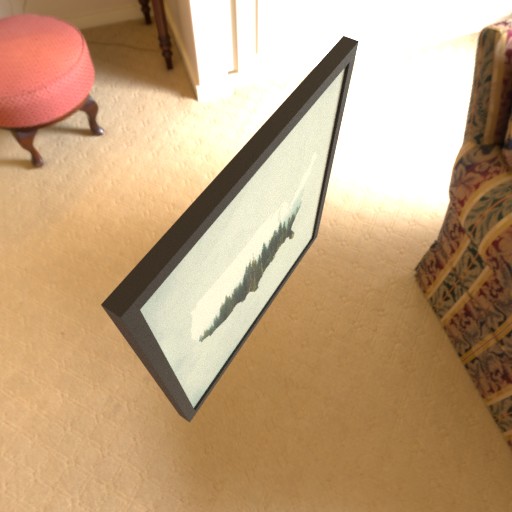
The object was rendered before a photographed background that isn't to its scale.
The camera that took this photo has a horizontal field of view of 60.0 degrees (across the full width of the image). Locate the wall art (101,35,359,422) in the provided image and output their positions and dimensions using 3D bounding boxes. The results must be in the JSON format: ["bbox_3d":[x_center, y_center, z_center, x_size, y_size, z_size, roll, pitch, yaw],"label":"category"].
[{"bbox_3d":[0.000,0.000,1.121,0.038,0.763,0.763,29,63,16],"label":"wall art"}]
